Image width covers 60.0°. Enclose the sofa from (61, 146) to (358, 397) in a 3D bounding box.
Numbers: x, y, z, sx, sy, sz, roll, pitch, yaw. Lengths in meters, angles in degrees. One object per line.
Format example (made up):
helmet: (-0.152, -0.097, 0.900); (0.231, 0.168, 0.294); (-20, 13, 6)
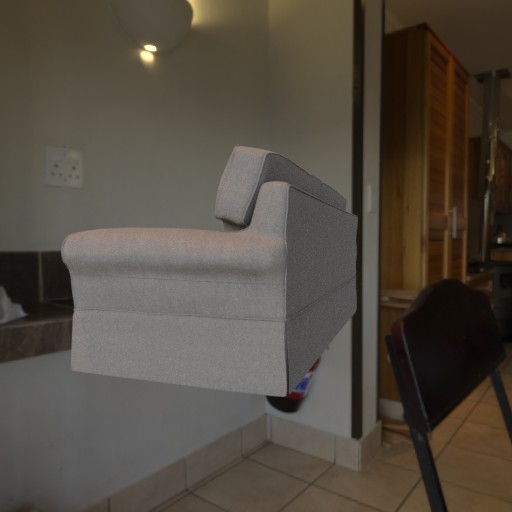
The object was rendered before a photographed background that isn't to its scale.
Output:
sofa: (0.000, 0.000, 2.713); (0.991, 0.943, 2.248); (1, 2, 19)
